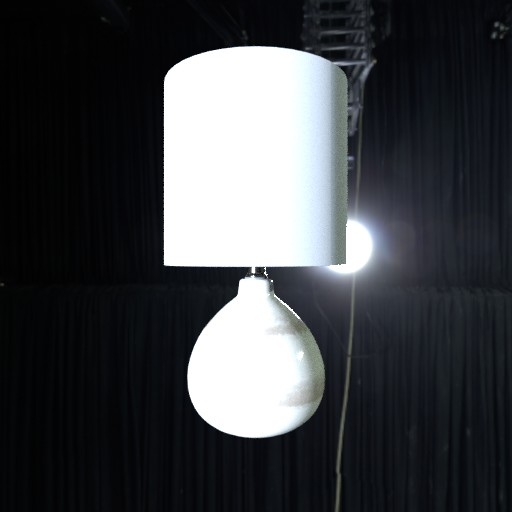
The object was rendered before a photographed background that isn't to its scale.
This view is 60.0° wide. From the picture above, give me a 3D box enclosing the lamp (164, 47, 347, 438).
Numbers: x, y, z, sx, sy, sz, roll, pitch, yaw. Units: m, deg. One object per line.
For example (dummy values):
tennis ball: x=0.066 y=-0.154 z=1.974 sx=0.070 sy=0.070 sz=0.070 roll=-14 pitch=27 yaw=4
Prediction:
lamp: x=0.000 y=0.000 z=0.535 sx=0.217 sy=0.404 sz=0.217 roll=0 pitch=0 yaw=-1
